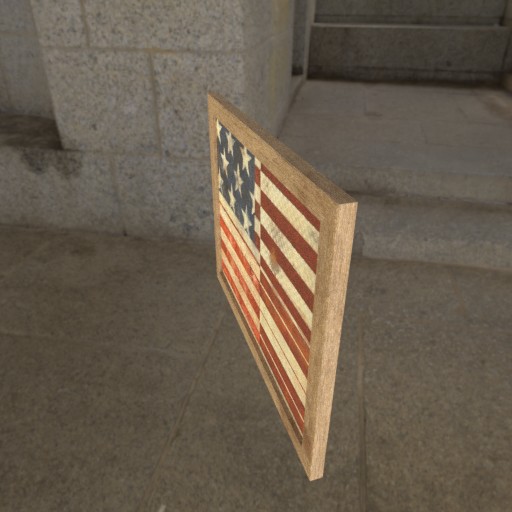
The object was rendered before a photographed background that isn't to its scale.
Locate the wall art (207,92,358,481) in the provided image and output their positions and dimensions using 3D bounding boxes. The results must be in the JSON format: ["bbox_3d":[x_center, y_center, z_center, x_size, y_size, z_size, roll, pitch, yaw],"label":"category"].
[{"bbox_3d":[0.000,0.000,0.933,0.026,0.535,0.690,-9,32,-15],"label":"wall art"}]
